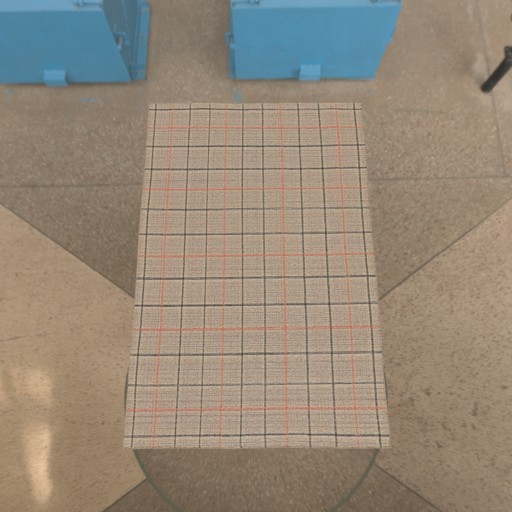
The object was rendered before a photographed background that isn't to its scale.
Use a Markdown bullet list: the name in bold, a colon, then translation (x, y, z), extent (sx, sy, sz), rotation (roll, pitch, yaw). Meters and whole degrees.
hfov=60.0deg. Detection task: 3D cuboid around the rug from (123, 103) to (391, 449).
- **rug**: translation (0.000, 0.000, 2.277), extent (1.220, 0.013, 1.829), rotation (0, 73, 0)
